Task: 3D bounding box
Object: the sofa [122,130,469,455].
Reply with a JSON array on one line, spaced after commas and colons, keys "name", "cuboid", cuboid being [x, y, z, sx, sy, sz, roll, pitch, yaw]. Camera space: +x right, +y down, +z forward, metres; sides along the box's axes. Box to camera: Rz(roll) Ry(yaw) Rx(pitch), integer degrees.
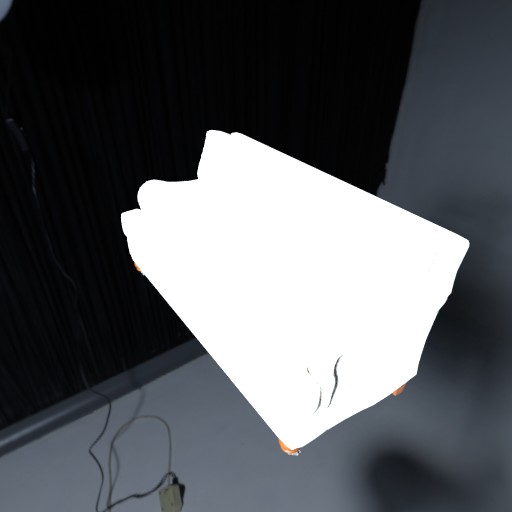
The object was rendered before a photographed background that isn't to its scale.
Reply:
[{"name": "sofa", "cuboid": [0.000, 0.000, 2.832, 1.086, 1.087, 2.159, -20, 37, -28]}]
